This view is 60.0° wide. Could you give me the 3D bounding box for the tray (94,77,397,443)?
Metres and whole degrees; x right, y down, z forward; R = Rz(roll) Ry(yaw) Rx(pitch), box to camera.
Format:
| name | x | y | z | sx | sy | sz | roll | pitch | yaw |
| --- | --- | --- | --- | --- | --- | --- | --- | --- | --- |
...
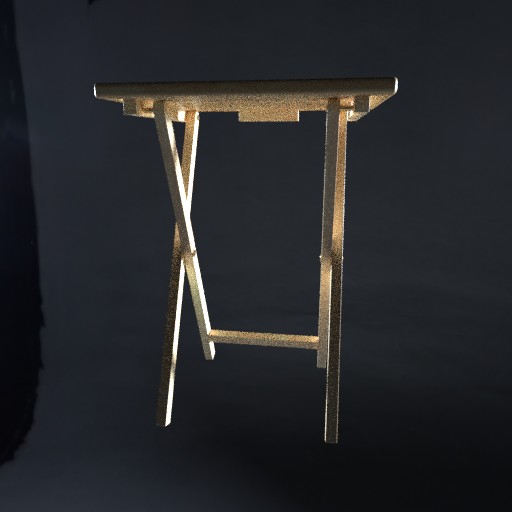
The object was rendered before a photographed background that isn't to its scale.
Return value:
| name | x | y | z | sx | sy | sz | roll | pitch | yaw |
| --- | --- | --- | --- | --- | --- | --- | --- | --- | --- |
| tray | 0.000 | 0.000 | 0.951 | 0.483 | 0.660 | 0.381 | 2 | 15 | 8 |
